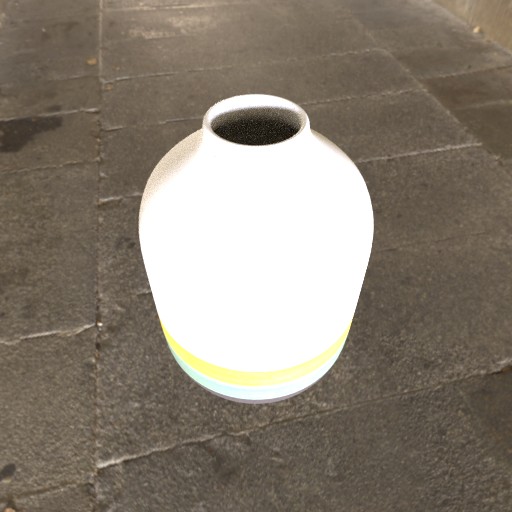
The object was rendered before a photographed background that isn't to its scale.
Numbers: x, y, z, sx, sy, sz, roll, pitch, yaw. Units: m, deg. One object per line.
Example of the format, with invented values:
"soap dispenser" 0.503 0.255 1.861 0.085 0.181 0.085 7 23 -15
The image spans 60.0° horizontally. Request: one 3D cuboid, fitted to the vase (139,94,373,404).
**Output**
"vase" 0.000 0.000 0.352 0.169 0.240 0.169 0 47 0
